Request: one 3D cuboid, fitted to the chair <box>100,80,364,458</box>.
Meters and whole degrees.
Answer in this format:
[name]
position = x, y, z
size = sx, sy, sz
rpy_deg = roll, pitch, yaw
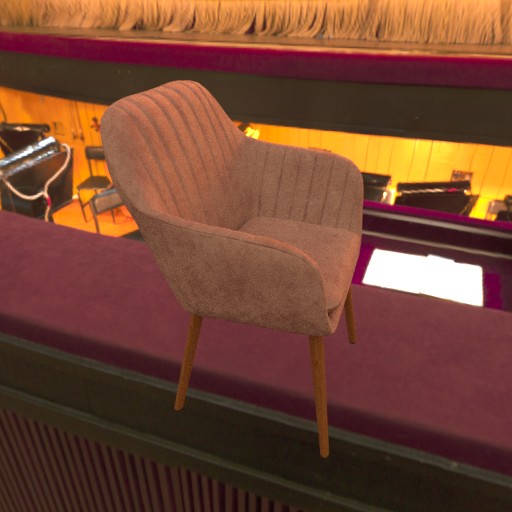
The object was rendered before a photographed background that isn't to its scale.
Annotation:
[chair]
position = 0.000, 0.000, 1.207
size = 0.570, 0.832, 0.610
rpy_deg = 10, 32, 17
